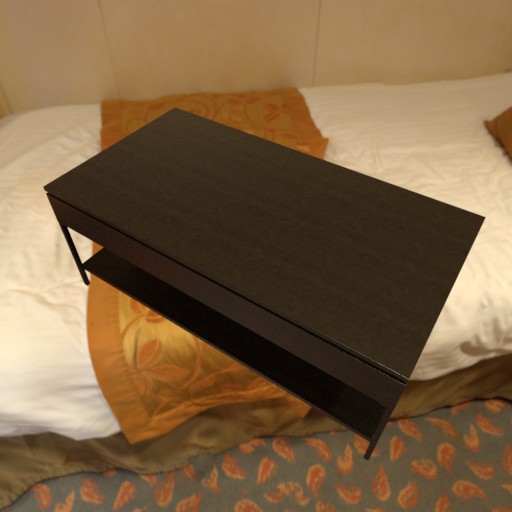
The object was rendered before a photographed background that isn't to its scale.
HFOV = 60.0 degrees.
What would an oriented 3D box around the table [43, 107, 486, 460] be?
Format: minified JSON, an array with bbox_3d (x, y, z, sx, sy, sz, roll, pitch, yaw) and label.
[{"bbox_3d":[0.000,0.000,1.386,1.095,0.435,0.574,26,51,23],"label":"table"}]
